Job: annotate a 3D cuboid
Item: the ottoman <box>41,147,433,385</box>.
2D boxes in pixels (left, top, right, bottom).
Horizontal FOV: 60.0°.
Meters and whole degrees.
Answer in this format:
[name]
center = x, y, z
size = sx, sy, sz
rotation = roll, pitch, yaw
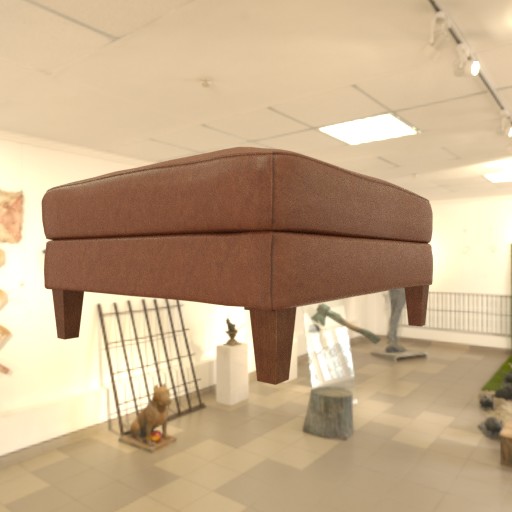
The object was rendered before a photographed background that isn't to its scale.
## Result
[ottoman]
center = 0.000, 0.000, 1.399
size = 0.836, 0.472, 0.987
rotation = 0, 0, 37
